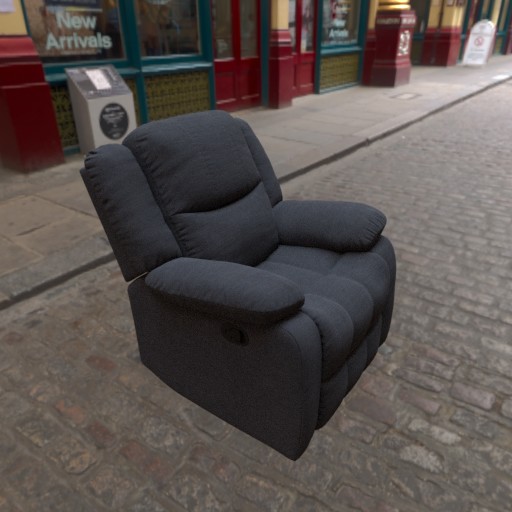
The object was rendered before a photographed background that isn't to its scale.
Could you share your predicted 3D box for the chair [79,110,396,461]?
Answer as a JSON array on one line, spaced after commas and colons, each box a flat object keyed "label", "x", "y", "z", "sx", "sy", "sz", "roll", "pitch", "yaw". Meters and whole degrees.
[{"label": "chair", "x": 0.000, "y": 0.000, "z": 1.730, "sx": 0.944, "sy": 1.008, "sz": 0.899, "roll": 18, "pitch": 32, "yaw": 31}]
